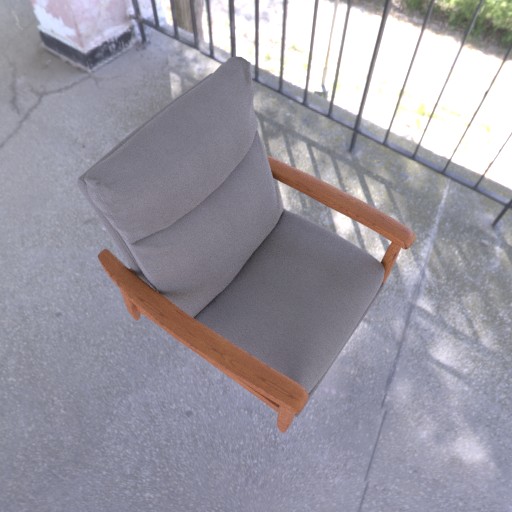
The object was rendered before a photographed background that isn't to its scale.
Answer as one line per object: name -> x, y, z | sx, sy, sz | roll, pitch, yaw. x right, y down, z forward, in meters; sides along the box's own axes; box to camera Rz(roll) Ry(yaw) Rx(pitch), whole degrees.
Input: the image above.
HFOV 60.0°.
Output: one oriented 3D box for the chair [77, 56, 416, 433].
chair -> 0.000, 0.000, 1.509 | 0.816, 0.922, 0.782 | 32, 63, 18
